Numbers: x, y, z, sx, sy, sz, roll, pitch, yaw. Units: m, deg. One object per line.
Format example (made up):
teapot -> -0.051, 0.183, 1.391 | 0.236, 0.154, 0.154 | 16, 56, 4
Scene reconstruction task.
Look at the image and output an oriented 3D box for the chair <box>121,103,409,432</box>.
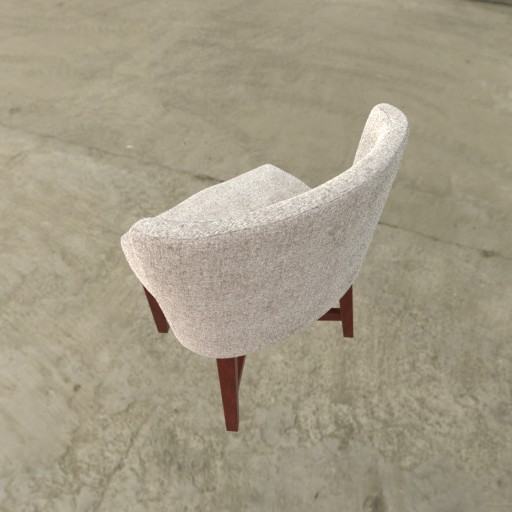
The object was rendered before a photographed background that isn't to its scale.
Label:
chair -> 0.000, 0.000, 1.266 | 0.728, 0.827, 0.575 | -31, 54, -26
